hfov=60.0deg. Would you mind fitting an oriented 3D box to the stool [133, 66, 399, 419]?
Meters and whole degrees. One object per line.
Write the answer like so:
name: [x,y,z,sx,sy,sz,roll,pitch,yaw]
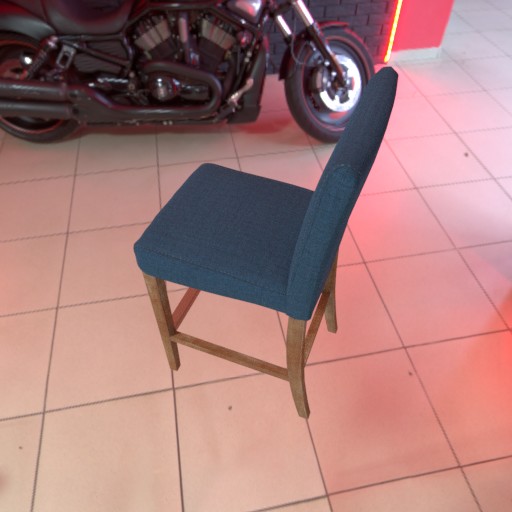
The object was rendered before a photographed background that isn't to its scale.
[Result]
stool: [0.000,0.000,1.357,0.574,1.088,0.454,17,50,14]
